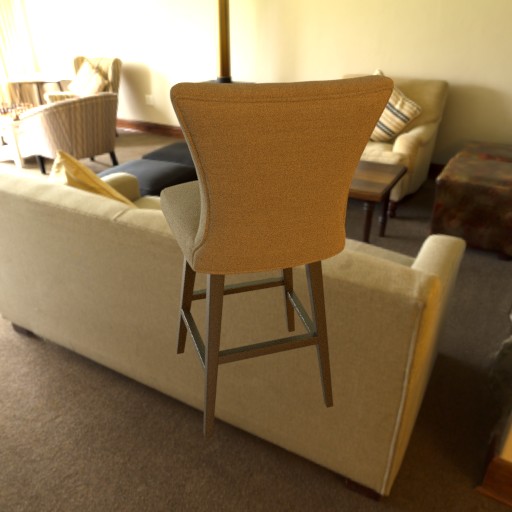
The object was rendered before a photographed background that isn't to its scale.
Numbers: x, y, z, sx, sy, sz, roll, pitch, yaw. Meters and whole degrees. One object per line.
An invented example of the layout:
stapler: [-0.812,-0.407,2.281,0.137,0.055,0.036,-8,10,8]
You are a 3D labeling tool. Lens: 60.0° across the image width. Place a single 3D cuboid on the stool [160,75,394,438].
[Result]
stool: [0.000,0.000,1.389,0.514,1.086,0.574,-8,29,-15]
